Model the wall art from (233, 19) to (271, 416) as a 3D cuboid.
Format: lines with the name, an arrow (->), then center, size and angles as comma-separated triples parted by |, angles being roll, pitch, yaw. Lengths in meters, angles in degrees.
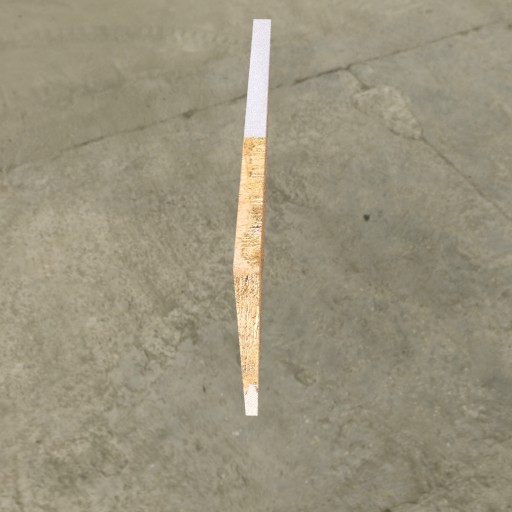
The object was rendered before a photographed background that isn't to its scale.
wall art -> 0.000, 0.000, 1.159 | 0.039, 0.911, 0.607 | 2, 58, 1
